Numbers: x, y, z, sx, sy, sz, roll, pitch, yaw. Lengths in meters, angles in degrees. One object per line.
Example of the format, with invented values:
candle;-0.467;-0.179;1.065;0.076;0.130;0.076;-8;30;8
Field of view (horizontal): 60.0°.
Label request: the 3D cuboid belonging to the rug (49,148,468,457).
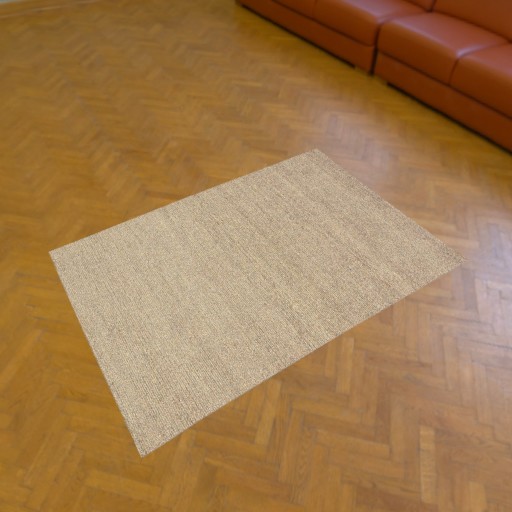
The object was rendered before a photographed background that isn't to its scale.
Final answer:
rug;0.000;0.000;2.989;2.342;0.030;1.609;-25;52;-22
